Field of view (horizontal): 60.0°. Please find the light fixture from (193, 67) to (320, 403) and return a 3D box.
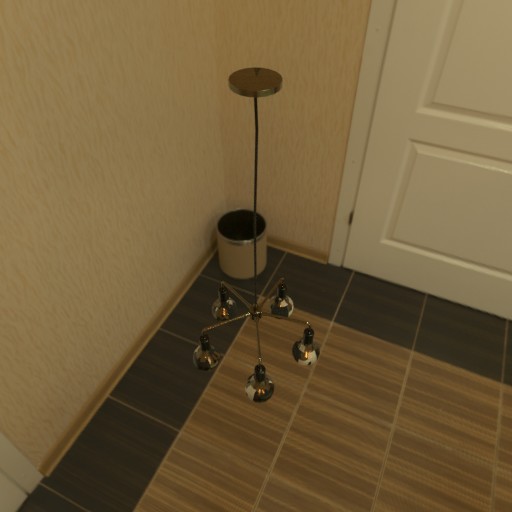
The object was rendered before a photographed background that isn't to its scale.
[{"bbox_3d":[0.000,0.000,1.236,0.438,0.988,0.421,-3,46,-3],"label":"light fixture"}]
